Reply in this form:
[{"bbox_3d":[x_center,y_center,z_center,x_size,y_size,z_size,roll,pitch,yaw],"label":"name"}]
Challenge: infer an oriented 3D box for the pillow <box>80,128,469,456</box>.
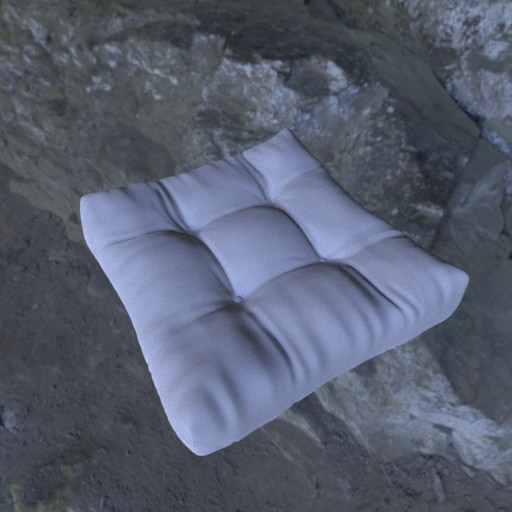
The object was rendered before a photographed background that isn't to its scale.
[{"bbox_3d":[0.000,0.000,0.736,0.468,0.128,0.490,-23,50,-21],"label":"pillow"}]
